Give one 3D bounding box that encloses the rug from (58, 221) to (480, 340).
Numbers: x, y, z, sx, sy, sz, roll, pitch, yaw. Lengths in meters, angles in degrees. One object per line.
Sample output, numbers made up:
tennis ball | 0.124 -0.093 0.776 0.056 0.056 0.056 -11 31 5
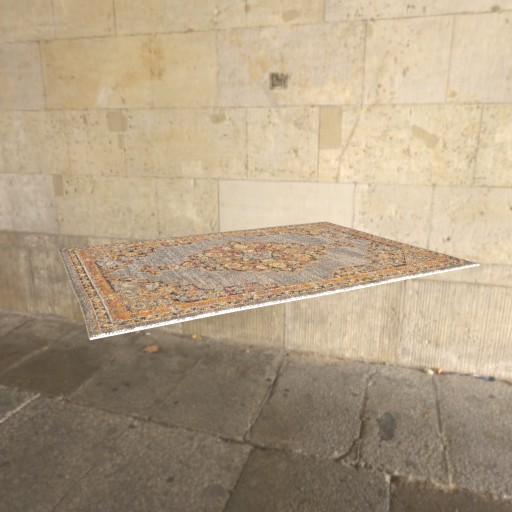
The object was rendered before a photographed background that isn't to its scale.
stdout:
rug | 0.000 0.000 3.909 3.063 0.024 2.158 -8 17 -26
